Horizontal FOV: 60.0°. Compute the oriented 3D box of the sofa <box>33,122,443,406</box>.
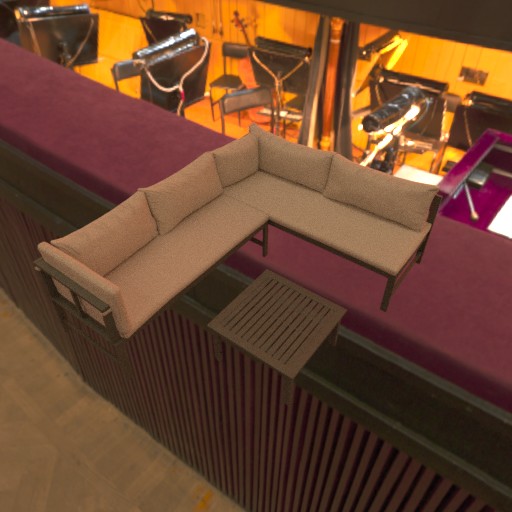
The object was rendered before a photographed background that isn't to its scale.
[{"bbox_3d":[0.000,0.000,2.968,1.658,0.758,2.096,27,48,27],"label":"sofa"}]
